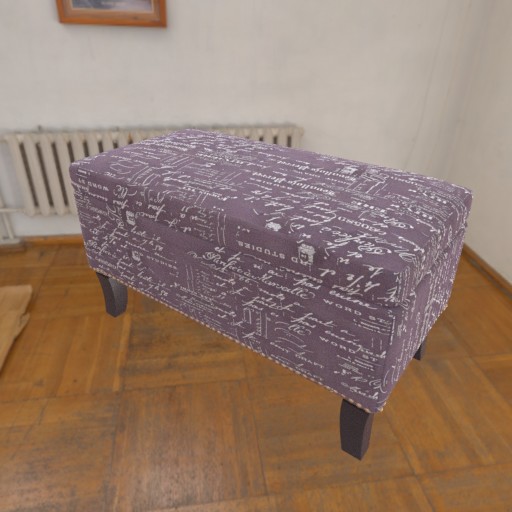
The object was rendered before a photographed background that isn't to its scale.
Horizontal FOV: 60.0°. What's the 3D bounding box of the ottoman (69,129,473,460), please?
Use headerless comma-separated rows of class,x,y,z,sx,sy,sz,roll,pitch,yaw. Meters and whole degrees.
ottoman,0.000,0.000,1.048,0.813,0.457,0.406,21,36,31
